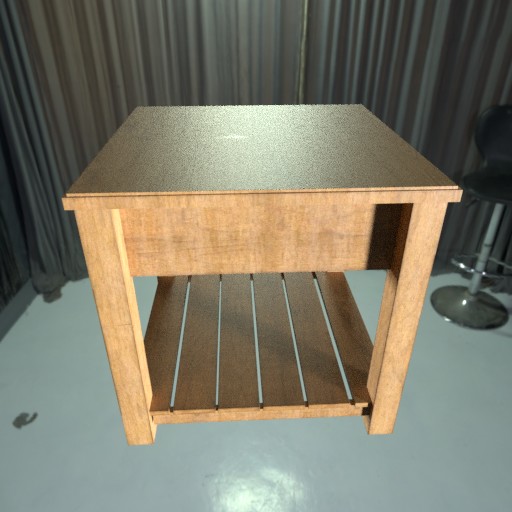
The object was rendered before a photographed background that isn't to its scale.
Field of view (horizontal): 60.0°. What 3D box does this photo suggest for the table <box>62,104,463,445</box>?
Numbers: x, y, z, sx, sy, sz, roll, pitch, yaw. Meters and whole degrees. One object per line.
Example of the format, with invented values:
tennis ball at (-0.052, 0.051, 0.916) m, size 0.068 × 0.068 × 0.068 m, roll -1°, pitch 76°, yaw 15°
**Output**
table at (0.000, 0.000, 1.090) m, size 0.616 × 0.593 × 0.612 m, roll -1°, pitch 31°, yaw -3°
